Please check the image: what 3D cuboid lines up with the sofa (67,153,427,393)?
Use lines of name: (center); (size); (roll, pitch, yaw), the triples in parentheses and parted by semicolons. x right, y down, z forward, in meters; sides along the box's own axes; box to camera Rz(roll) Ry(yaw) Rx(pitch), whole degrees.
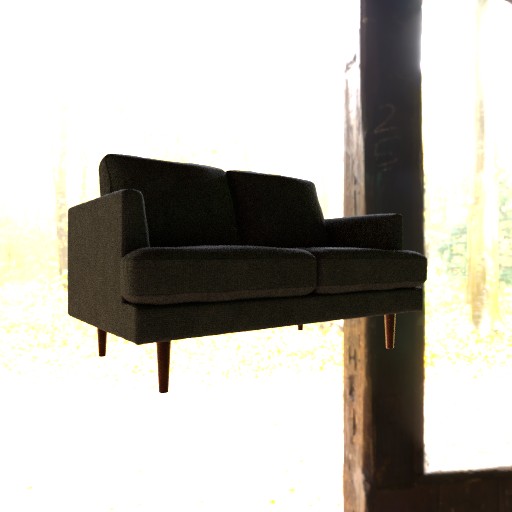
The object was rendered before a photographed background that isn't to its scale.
sofa: (0.000, 0.000, 2.174); (1.582, 0.956, 0.903); (0, 0, -36)
